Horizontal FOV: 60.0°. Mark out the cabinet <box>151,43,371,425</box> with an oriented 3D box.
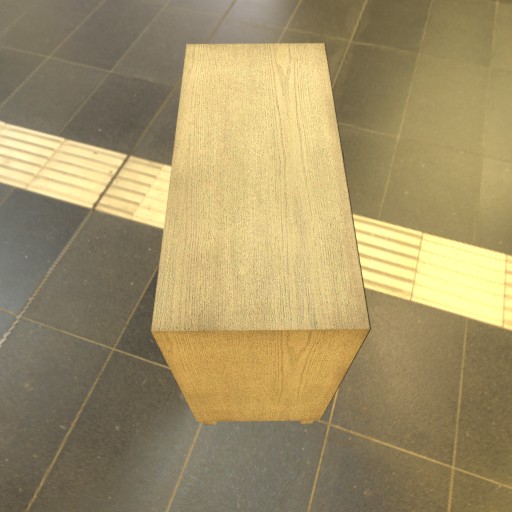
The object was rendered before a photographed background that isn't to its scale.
[{"bbox_3d":[0.000,0.000,1.252,0.370,0.787,0.781,-1,58,0],"label":"cabinet"}]
